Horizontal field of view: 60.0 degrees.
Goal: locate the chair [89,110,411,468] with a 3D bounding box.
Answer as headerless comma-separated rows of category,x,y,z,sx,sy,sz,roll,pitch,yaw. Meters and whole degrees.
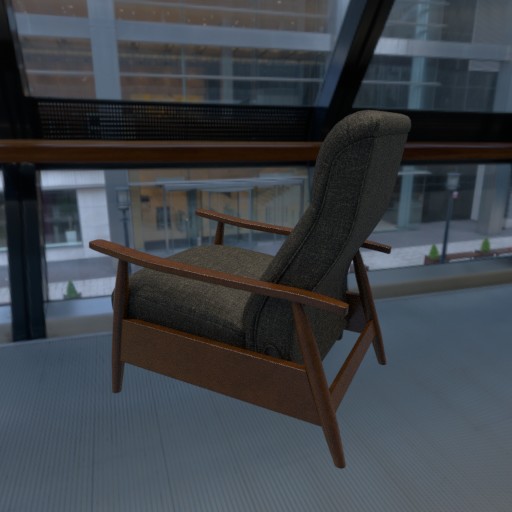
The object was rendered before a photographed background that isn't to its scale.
chair,0.000,0.000,1.765,1.014,1.082,0.762,8,18,25
